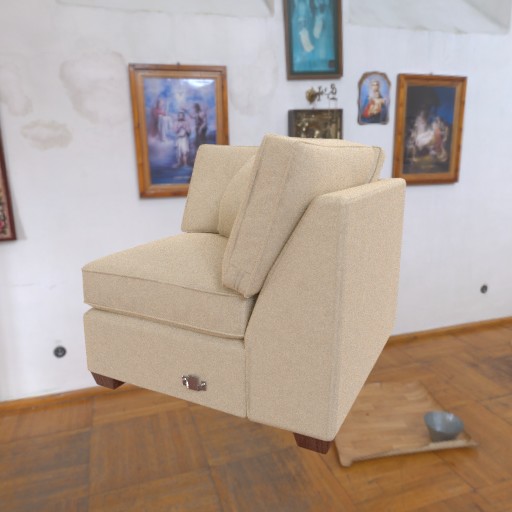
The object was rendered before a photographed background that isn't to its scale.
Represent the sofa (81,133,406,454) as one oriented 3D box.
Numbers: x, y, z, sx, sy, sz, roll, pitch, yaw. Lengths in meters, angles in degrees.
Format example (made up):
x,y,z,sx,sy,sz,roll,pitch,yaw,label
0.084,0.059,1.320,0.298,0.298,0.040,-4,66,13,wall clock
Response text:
x,y,z,sx,sy,sz,roll,pitch,yaw,label
0.000,0.000,1.968,1.084,1.002,1.146,6,14,26,sofa
